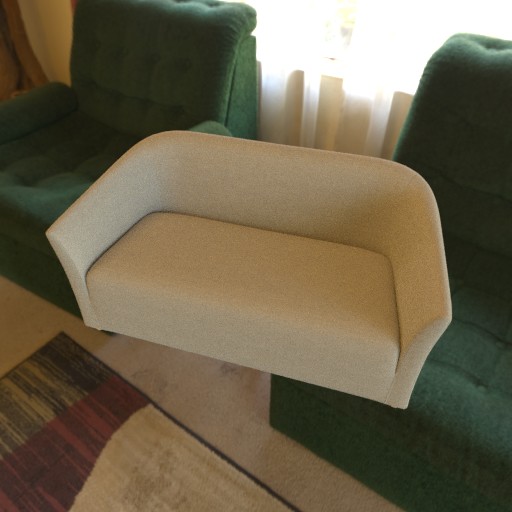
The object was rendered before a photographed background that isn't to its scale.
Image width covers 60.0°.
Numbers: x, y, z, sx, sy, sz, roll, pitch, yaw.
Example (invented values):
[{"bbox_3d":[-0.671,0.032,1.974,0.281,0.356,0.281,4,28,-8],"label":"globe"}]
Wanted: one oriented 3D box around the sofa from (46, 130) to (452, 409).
[{"bbox_3d":[0.000,0.000,1.885,1.452,0.721,0.705,11,42,13],"label":"sofa"}]
